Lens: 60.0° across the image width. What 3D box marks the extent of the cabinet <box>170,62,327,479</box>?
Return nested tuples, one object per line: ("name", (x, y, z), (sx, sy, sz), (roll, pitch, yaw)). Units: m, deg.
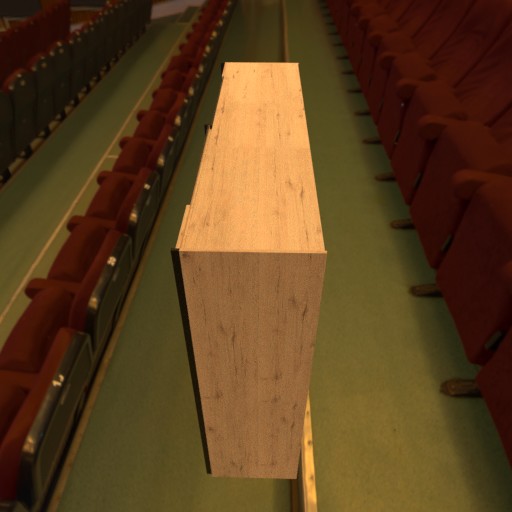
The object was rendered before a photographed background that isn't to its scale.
("cabinet", (0.000, 0.000, 3.520), (0.660, 2.180, 2.500), (1, 41, 1))
